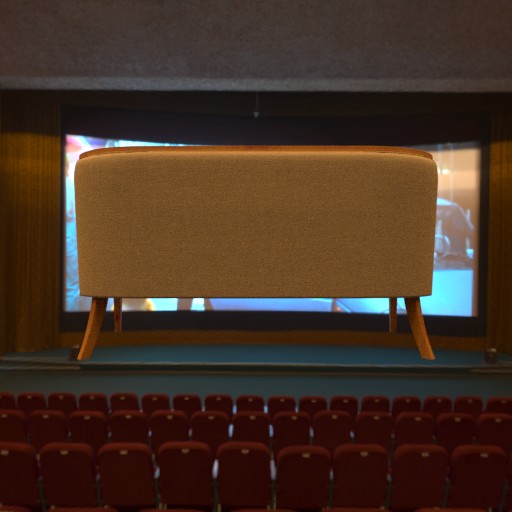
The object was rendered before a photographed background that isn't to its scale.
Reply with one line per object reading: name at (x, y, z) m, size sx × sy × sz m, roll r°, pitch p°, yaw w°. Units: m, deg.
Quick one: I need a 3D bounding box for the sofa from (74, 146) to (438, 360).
sofa at (0.000, 0.000, 1.942) m, size 1.474 × 0.775 × 0.770 m, roll 0°, pitch -1°, yaw 0°
